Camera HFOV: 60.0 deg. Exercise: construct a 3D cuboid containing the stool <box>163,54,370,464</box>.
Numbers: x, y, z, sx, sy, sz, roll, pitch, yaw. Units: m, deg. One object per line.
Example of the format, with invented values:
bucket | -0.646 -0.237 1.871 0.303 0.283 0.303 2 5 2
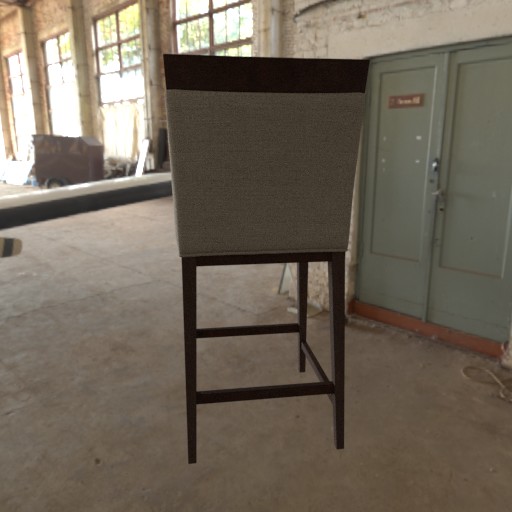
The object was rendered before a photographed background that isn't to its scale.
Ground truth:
stool | 0.000 0.000 1.428 0.511 1.117 0.531 -2 14 -8
